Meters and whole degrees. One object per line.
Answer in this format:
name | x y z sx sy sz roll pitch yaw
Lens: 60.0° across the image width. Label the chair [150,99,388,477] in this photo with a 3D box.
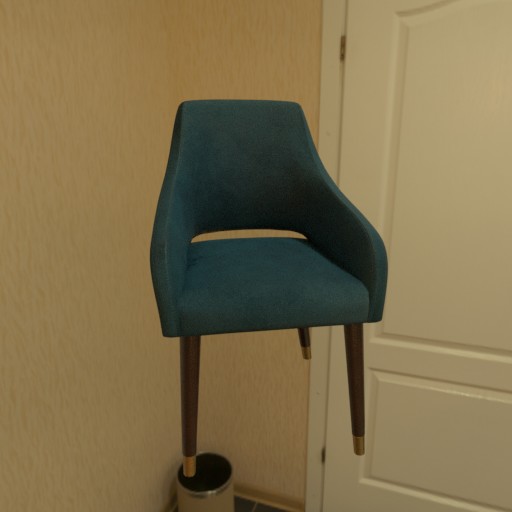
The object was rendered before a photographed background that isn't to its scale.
chair | 0.000 0.000 1.551 0.683 1.081 0.794 -3 16 -9
